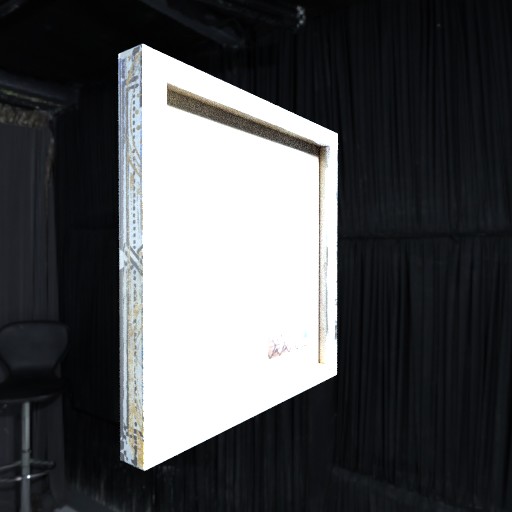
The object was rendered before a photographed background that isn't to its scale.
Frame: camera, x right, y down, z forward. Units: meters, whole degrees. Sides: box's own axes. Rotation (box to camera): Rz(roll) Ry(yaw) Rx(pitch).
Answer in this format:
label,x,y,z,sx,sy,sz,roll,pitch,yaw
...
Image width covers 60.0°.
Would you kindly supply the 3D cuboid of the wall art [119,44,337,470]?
label,x,y,z,sx,sy,sz,roll,pitch,yaw
wall art,0.000,0.000,0.600,0.038,0.410,0.411,1,1,37
